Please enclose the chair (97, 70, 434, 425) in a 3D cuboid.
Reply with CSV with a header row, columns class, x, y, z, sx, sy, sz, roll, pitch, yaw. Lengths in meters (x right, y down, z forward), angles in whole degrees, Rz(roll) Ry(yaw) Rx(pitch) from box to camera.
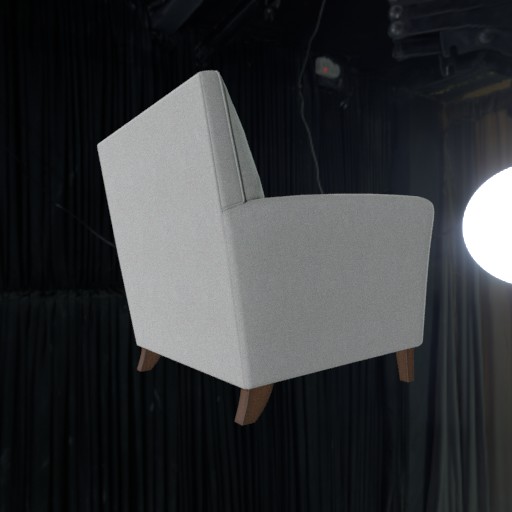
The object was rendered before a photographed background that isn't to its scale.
class,x,y,z,sx,sy,sz,roll,pitch,yaw
chair,0.000,0.000,1.549,0.871,0.846,0.840,1,-1,-36
